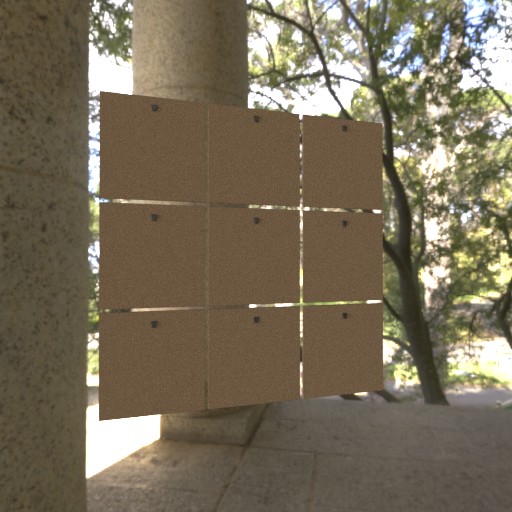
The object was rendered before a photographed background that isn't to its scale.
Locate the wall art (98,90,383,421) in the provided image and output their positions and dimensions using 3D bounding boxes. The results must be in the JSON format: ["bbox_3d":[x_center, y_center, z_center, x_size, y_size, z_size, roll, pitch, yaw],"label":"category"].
[{"bbox_3d":[0.000,0.000,1.829,1.221,1.218,0.019,0,-1,-19],"label":"wall art"}]
